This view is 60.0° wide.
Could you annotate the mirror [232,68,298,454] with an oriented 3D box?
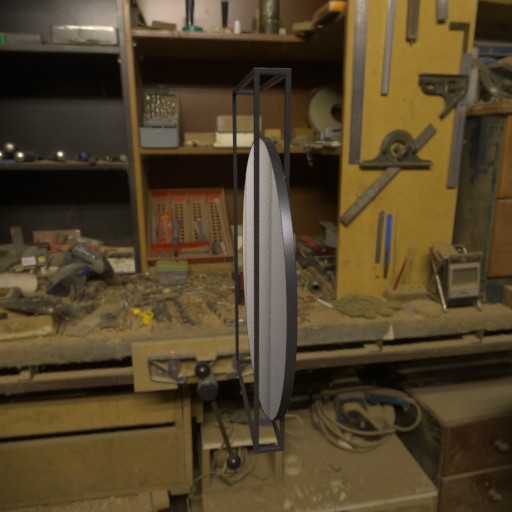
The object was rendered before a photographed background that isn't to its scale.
[{"bbox_3d":[0.000,0.000,0.820,0.051,0.603,0.508,-2,15,-8],"label":"mirror"}]
